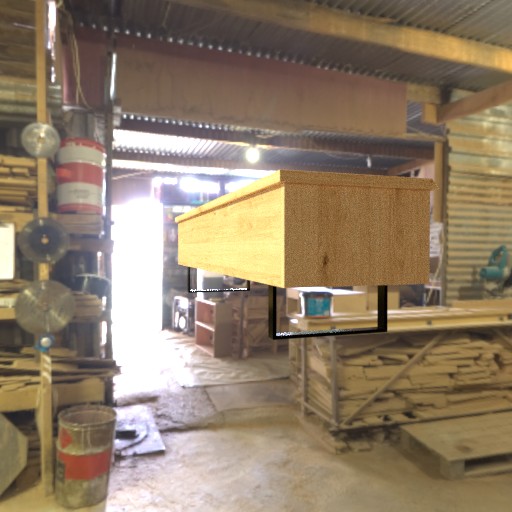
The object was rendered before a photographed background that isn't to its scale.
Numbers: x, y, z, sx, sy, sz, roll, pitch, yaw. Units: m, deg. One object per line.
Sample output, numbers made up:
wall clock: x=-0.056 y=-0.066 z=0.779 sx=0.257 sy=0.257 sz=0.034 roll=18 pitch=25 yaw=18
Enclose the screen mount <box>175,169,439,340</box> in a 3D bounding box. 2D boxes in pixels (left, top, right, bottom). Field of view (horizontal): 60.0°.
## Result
screen mount: x=0.000 y=0.000 z=1.904 sx=0.450 sy=0.430 sz=1.700 roll=0 pitch=1 yaw=-18
